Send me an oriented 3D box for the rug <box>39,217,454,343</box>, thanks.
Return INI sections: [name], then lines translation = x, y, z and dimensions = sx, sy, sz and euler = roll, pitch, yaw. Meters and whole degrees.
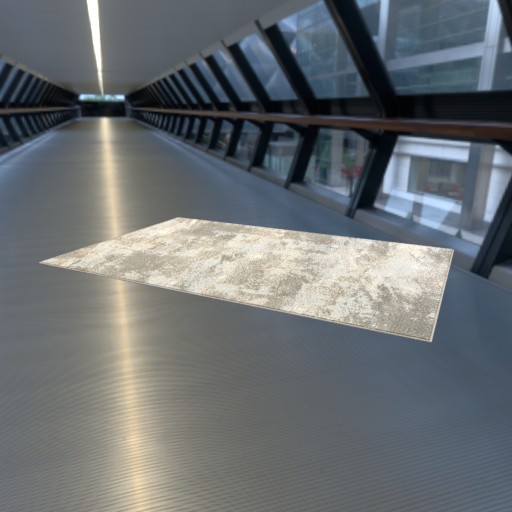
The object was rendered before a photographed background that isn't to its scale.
[rug]
translation = 0.000, 0.000, 3.061
dimensions = 2.431, 0.012, 1.536
euler = 8, 19, 25
